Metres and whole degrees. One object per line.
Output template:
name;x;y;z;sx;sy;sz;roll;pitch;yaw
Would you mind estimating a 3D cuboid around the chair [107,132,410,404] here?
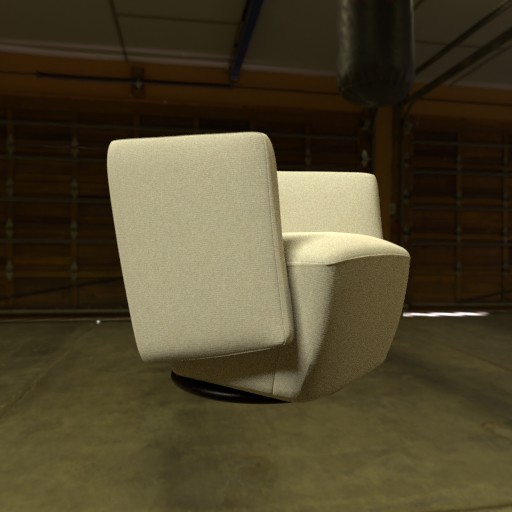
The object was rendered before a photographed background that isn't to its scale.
chair;0.000;0.000;1.609;0.986;0.861;0.822;0;1;36
